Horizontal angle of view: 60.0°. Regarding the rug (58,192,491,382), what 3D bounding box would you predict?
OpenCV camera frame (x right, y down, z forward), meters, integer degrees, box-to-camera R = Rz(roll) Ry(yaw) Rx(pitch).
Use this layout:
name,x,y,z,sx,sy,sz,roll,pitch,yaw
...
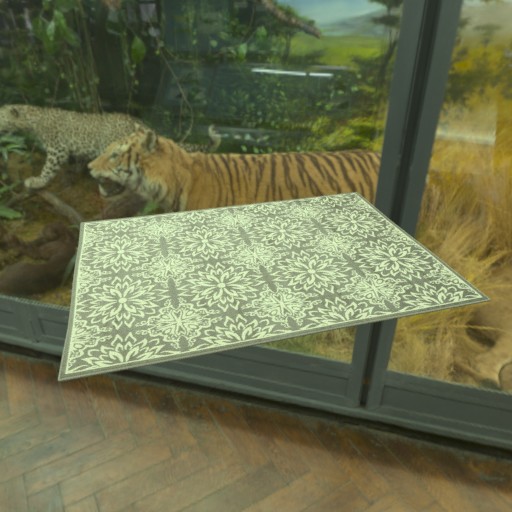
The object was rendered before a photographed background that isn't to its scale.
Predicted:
name,x,y,z,sx,sy,sz,roll,pitch,yaw
rug,0.000,0.000,2.825,2.213,0.014,1.608,-8,31,-13
